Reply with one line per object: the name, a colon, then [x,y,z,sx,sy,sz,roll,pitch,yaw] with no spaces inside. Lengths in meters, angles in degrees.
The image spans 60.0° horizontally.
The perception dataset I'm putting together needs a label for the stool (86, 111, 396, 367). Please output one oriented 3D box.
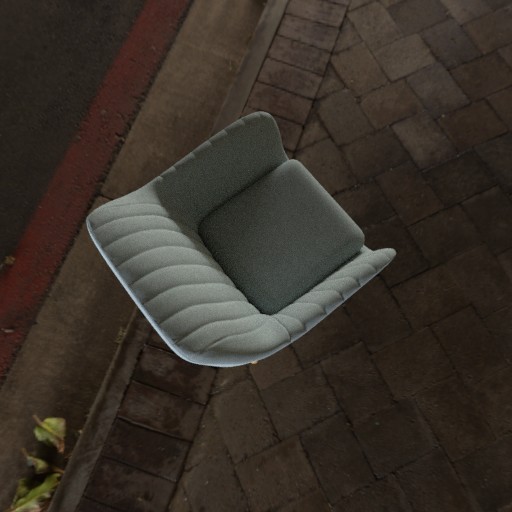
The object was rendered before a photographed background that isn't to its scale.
stool: [0.000,0.000,1.225,0.590,0.830,0.503,-37,77,-10]
